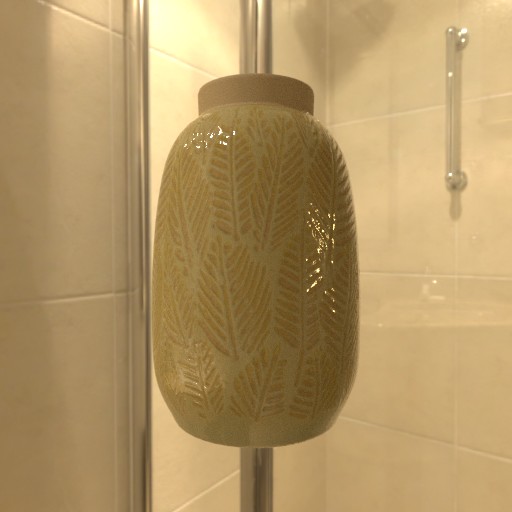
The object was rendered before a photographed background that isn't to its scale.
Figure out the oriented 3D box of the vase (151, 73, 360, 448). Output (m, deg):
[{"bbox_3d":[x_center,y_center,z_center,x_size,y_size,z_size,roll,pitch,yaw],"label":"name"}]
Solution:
[{"bbox_3d":[0.000,0.000,0.374,0.172,0.270,0.172,0,1,0],"label":"vase"}]
